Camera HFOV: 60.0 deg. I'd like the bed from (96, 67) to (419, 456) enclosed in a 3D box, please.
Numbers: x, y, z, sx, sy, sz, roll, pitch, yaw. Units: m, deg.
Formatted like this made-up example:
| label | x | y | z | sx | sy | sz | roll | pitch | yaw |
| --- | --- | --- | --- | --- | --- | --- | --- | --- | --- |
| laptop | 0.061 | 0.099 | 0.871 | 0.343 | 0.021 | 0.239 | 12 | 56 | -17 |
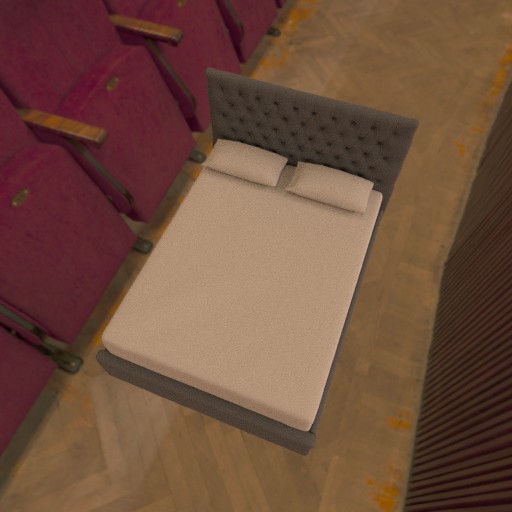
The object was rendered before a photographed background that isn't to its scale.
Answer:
| label | x | y | z | sx | sy | sz | roll | pitch | yaw |
| --- | --- | --- | --- | --- | --- | --- | --- | --- | --- |
| bed | 0.000 | 0.000 | 3.403 | 1.698 | 1.427 | 2.231 | 18 | 60 | 11 |
